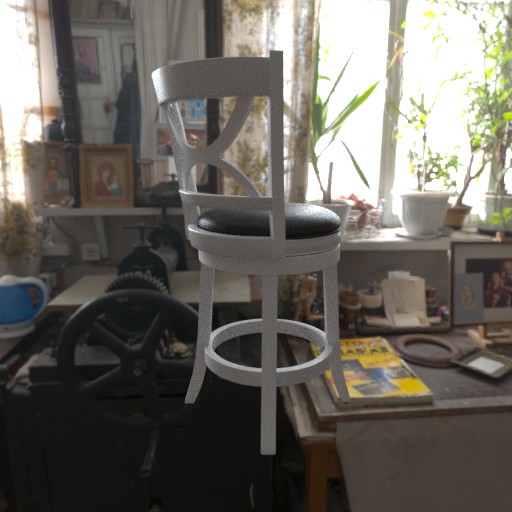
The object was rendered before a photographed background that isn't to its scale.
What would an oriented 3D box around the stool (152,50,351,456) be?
[{"bbox_3d":[0.000,0.000,1.233,0.508,0.953,0.444,-13,18,-43],"label":"stool"}]
